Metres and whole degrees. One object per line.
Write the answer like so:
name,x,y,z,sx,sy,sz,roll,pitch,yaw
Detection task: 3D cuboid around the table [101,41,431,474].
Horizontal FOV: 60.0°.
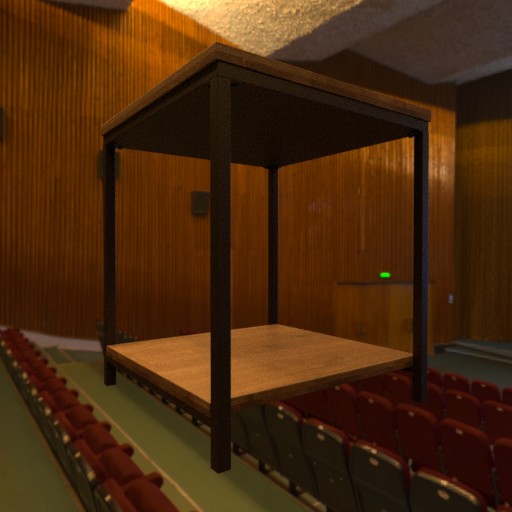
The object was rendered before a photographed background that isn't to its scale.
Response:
table,0.000,0.000,0.954,0.503,0.589,0.507,-1,1,-36
